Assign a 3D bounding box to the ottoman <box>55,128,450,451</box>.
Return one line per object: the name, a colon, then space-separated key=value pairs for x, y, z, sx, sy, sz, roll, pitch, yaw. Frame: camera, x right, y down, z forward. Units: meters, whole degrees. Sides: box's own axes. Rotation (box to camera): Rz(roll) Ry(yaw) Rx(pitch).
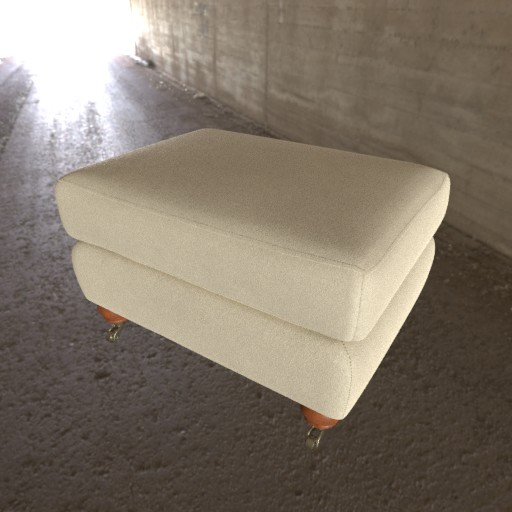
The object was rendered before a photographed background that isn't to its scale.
ottoman: x=0.000 y=0.000 z=1.117 sx=0.773 sy=0.499 sz=0.569 roll=18 pitch=35 yaw=28
